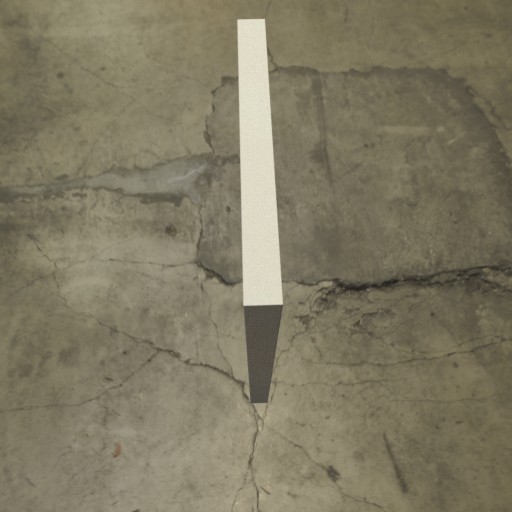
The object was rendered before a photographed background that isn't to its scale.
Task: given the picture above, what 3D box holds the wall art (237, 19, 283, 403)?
[{"bbox_3d":[0.000,0.000,0.779,0.038,0.611,0.408,-2,63,-1],"label":"wall art"}]
